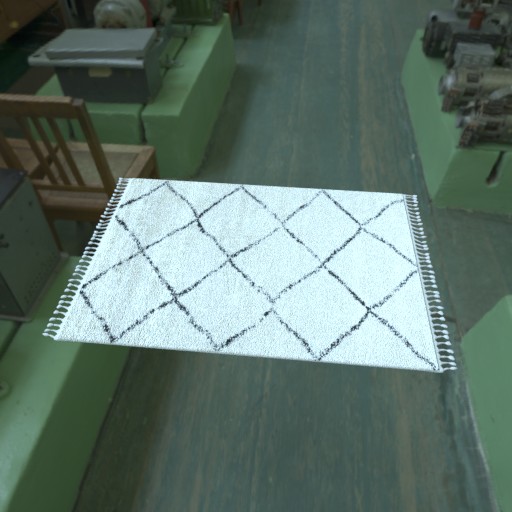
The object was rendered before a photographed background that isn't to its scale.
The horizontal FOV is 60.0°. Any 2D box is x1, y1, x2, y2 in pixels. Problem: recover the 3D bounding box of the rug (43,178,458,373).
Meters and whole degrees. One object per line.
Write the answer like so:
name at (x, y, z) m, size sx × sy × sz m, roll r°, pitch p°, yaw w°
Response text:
rug at (0.000, 0.000, 2.914) m, size 2.307 × 0.031 × 1.494 m, roll 4°, pitch 47°, yaw 4°
